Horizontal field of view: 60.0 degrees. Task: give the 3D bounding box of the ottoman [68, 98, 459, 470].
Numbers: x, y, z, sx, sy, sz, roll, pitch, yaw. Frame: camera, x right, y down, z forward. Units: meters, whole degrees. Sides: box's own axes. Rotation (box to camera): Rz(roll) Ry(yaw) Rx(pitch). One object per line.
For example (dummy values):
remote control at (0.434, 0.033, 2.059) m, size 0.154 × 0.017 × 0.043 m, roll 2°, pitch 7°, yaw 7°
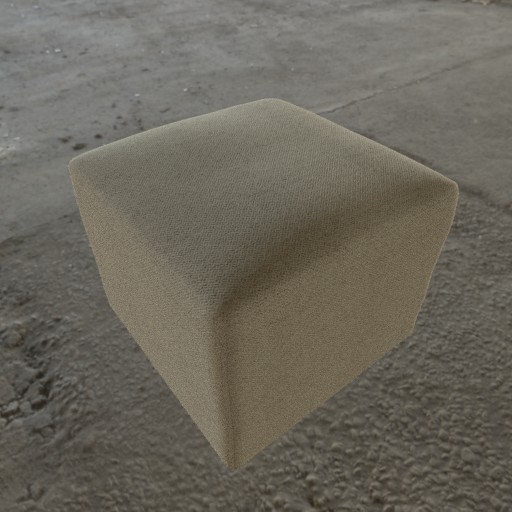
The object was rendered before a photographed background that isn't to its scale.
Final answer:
ottoman at (0.000, 0.000, 0.907) m, size 0.512 × 0.453 × 0.521 m, roll -27°, pitch 48°, yaw -28°
